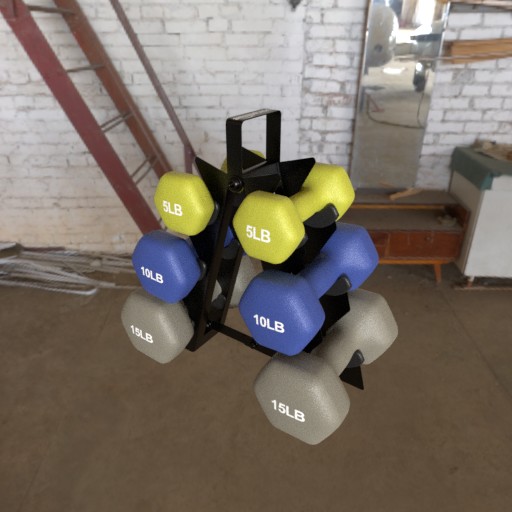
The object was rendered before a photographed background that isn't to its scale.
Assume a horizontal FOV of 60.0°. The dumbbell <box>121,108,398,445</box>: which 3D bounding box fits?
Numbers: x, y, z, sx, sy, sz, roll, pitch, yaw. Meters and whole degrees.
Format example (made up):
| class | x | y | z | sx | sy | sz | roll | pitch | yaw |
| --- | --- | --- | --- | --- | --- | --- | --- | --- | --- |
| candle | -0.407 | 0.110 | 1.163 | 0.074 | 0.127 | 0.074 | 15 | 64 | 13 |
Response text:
| class | x | y | z | sx | sy | sz | roll | pitch | yaw |
| --- | --- | --- | --- | --- | --- | --- | --- | --- | --- |
| dumbbell | 0.000 | 0.000 | 0.686 | 0.416 | 0.426 | 0.261 | 18 | 33 | 30 |
